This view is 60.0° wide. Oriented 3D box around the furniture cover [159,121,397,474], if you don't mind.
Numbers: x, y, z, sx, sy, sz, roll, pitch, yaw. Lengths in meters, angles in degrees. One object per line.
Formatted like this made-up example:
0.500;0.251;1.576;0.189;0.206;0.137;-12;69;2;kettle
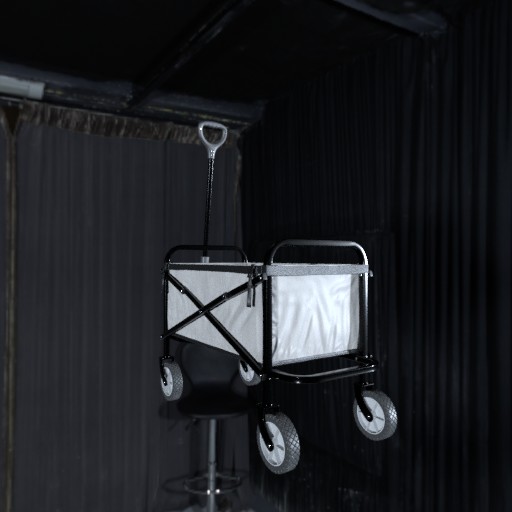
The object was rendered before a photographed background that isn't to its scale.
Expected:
0.000;0.000;1.817;0.532;1.295;1.038;0;0;-34;furniture cover
